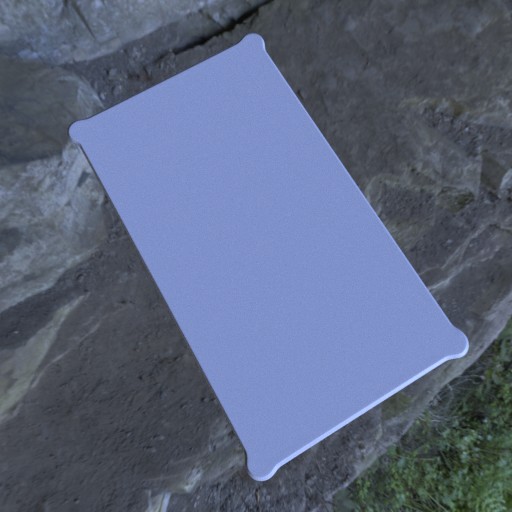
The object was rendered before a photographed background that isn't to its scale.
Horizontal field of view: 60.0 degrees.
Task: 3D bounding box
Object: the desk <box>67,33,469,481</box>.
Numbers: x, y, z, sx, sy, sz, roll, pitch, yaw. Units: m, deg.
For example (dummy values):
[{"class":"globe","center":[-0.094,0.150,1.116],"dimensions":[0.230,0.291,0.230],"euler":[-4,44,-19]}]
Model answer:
[{"class":"desk","center":[0.000,0.000,1.862],"dimensions":[0.807,0.762,1.380],"euler":[-30,78,-7]}]
